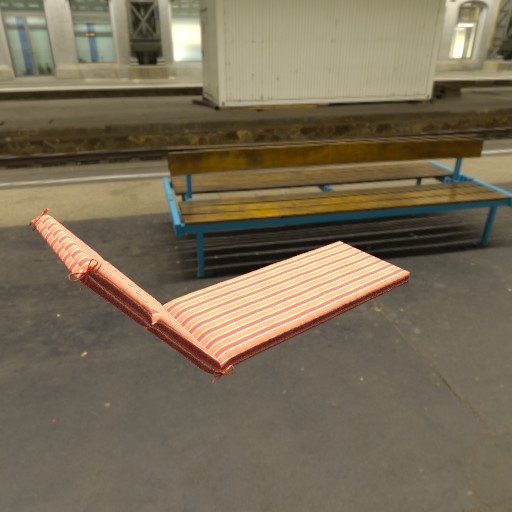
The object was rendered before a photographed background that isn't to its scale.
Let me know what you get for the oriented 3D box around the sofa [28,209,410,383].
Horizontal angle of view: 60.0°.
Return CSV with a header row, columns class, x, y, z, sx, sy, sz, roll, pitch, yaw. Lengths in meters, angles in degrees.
class,x,y,z,sx,sy,sz,roll,pitch,yaw
sofa,0.000,0.000,1.965,1.663,0.622,0.582,-18,31,-33
